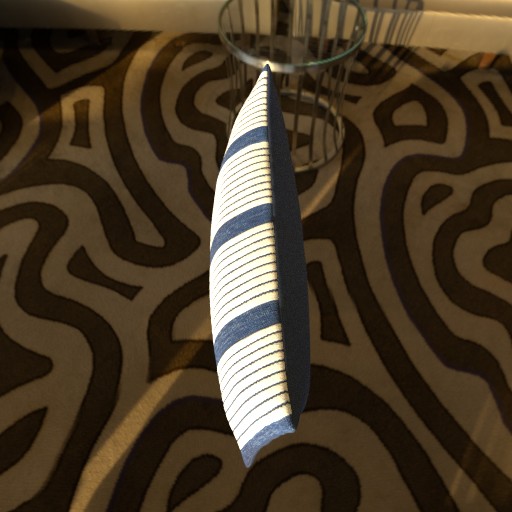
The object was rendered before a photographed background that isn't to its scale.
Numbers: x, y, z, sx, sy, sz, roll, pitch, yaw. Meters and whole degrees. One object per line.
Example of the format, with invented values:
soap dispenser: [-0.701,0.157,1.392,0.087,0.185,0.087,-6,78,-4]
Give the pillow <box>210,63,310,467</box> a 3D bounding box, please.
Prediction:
pillow: [0.000,0.000,0.737,0.156,0.292,0.608,-2,59,-1]
